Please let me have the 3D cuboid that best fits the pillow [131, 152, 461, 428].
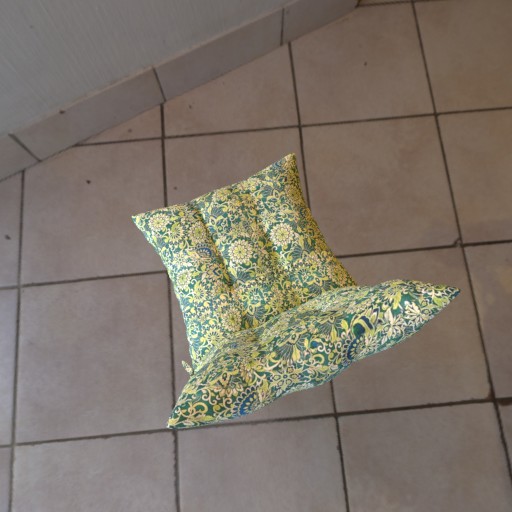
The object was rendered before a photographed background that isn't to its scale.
[{"bbox_3d":[0.000,0.000,0.990,0.541,0.536,0.585,-23,77,-6],"label":"pillow"}]
